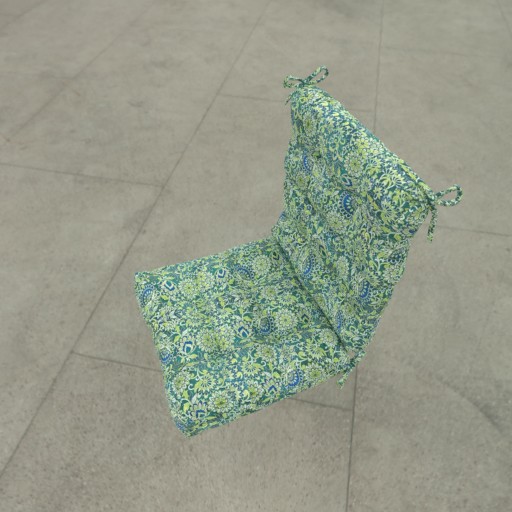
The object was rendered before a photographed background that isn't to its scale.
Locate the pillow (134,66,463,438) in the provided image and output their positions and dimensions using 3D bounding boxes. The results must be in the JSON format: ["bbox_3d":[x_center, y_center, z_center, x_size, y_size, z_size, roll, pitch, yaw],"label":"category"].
[{"bbox_3d":[0.000,0.000,1.025,0.571,0.605,0.519,-17,50,-15],"label":"pillow"}]
